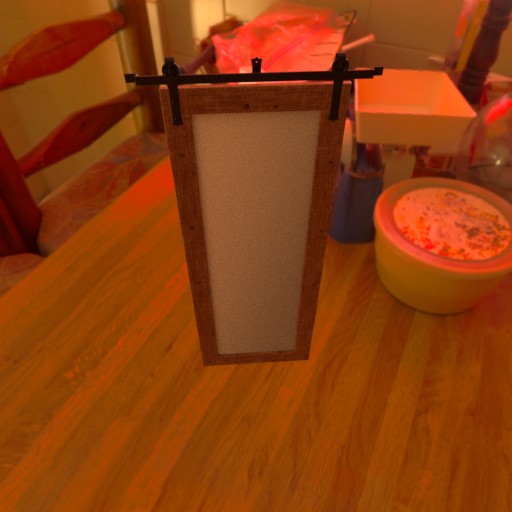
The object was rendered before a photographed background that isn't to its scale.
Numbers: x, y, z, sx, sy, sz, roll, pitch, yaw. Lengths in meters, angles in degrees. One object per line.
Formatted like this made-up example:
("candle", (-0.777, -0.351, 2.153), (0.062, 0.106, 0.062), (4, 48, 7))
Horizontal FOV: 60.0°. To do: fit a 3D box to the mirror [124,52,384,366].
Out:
("mirror", (0.000, 0.000, 2.026), (0.847, 1.793, 0.042), (-3, 45, -3))
